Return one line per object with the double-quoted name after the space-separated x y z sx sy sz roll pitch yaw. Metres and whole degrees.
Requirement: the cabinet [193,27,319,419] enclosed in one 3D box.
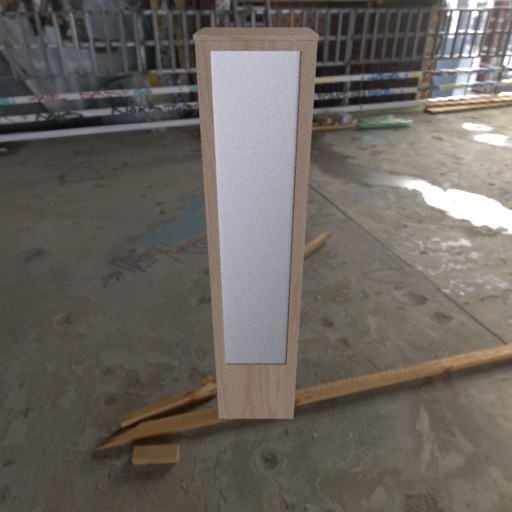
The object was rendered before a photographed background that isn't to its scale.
0.000 0.000 2.069 0.411 1.879 0.338 0 31 0 "cabinet"
